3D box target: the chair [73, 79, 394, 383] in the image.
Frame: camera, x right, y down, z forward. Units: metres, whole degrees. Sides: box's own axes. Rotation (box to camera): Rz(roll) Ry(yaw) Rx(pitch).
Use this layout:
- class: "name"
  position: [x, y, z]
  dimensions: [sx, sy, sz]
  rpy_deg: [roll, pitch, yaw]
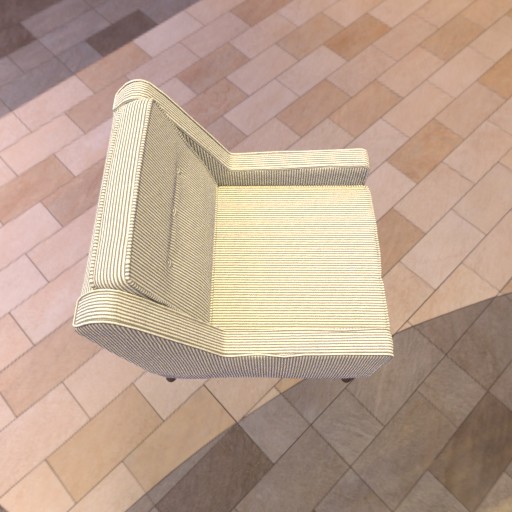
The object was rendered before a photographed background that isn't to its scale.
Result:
- class: "chair"
  position: [0.000, 0.000, 1.318]
  dimensions: [0.743, 0.792, 0.663]
  rpy_deg: [0, 65, 0]
